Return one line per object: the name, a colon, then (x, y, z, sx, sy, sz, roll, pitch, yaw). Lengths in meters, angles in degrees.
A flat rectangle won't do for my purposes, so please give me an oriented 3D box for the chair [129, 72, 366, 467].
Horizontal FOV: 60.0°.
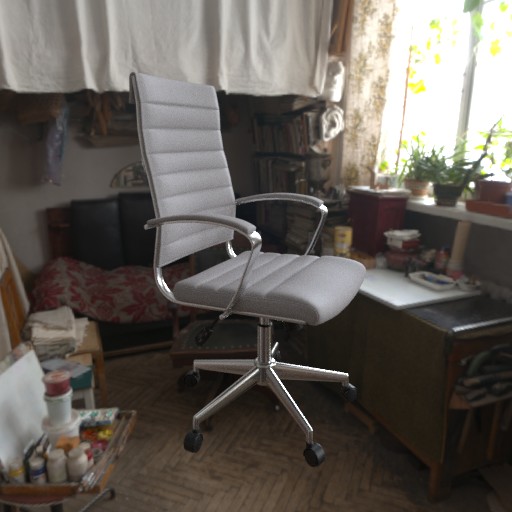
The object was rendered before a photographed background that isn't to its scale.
chair: (0.000, 0.000, 1.502, 0.667, 1.149, 0.679, 8, 17, 27)
